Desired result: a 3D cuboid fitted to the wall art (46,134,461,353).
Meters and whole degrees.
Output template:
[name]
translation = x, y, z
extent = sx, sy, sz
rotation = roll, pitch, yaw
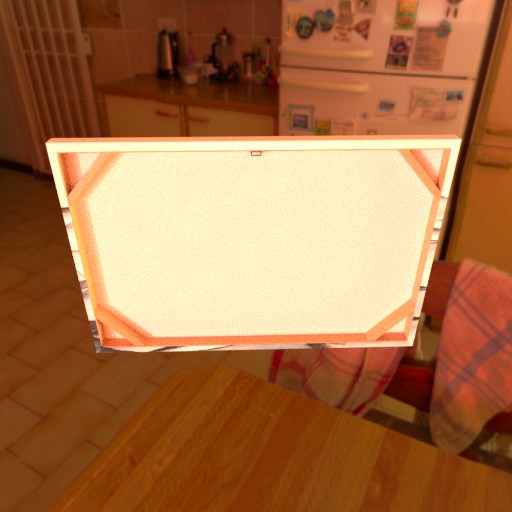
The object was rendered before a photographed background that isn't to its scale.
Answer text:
[wall art]
translation = 0.000, 0.000, 1.142
extent = 0.914, 0.609, 0.039
rotation = -1, 31, -2
